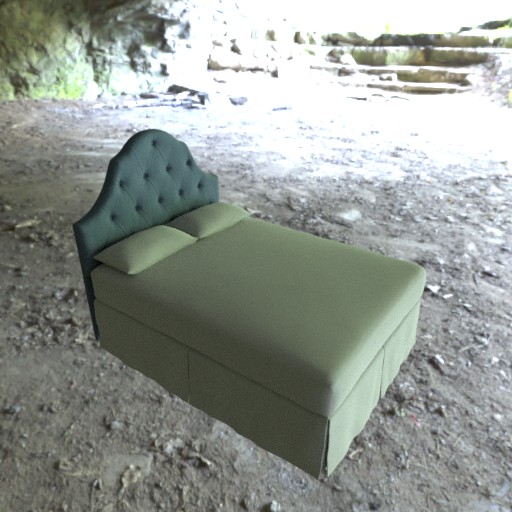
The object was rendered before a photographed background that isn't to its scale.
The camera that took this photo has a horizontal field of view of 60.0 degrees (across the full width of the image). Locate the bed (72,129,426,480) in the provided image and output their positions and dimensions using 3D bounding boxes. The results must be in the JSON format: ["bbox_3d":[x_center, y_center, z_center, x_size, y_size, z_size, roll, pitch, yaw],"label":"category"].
[{"bbox_3d":[0.000,0.000,3.263,2.155,1.575,1.636,19,33,32],"label":"bed"}]
